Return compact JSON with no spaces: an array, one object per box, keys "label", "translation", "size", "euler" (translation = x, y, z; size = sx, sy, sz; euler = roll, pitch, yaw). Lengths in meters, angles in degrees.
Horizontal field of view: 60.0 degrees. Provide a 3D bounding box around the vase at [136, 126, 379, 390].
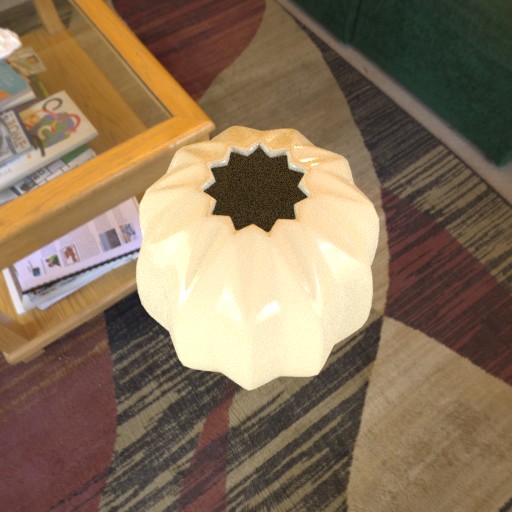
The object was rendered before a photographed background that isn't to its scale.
[{"label":"vase","translation":[0.000,0.000,0.250],"size":[0.139,0.134,0.139],"euler":[0,64,0]}]
